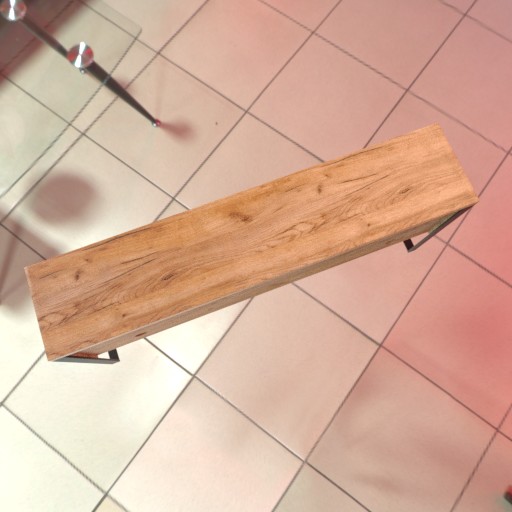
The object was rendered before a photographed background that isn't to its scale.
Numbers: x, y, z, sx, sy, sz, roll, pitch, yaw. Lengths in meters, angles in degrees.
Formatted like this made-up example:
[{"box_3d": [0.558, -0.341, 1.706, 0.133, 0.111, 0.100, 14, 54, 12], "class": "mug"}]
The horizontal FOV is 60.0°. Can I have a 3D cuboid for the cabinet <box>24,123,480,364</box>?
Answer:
[{"box_3d": [0.000, 0.000, 2.139, 1.800, 0.762, 0.395, -20, 76, -5], "class": "cabinet"}]
